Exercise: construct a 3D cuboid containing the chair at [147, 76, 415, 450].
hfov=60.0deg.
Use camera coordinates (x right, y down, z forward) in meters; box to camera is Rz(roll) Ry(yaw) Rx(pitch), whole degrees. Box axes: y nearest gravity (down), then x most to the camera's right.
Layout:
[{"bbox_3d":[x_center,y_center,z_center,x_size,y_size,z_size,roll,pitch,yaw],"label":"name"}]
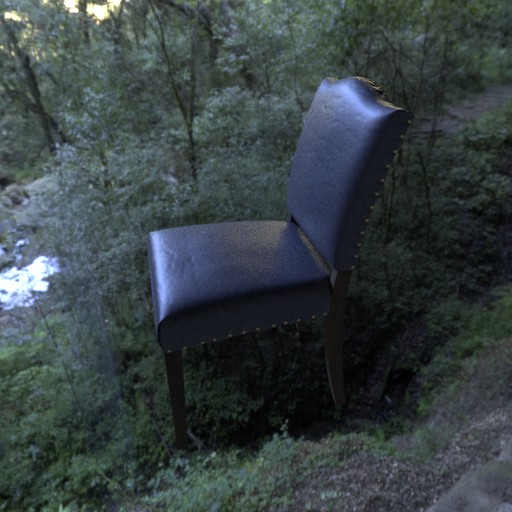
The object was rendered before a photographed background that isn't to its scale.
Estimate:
[{"bbox_3d":[0.000,0.000,1.337,0.633,0.991,0.500,-8,32,-12],"label":"chair"}]
